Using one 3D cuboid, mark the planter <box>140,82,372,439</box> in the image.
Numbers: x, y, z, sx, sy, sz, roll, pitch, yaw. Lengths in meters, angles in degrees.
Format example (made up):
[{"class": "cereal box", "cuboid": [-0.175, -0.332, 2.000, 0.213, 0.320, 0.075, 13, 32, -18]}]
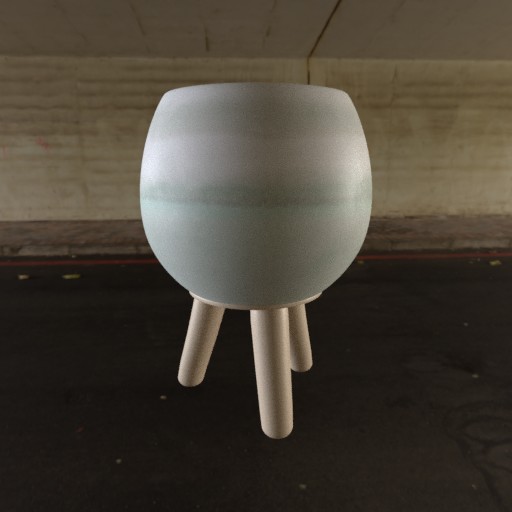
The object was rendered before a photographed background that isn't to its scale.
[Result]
[{"class": "planter", "cuboid": [0.000, 0.000, 0.328, 0.161, 0.224, 0.161, 0, 13, 0]}]
